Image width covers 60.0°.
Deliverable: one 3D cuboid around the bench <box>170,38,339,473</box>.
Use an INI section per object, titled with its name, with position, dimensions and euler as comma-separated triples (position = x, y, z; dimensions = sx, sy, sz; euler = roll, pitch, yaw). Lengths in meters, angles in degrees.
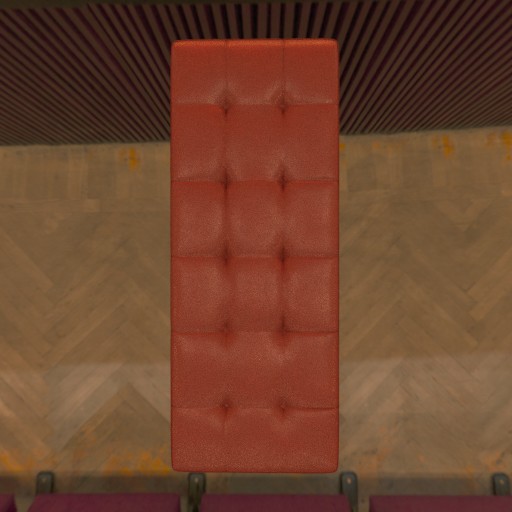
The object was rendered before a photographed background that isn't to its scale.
[bench]
position = 0.000, 0.000, 1.328
dimensions = 0.432, 0.460, 1.105
euler = 0, 90, 1
